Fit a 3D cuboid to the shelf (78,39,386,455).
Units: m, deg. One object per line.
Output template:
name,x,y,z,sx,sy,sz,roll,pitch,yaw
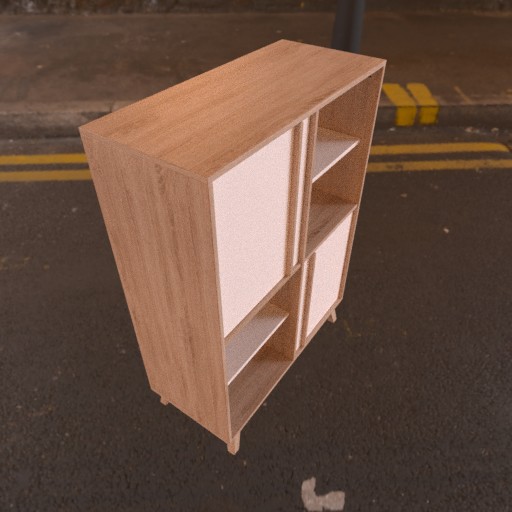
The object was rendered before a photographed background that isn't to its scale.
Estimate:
shelf,0.000,0.000,1.843,0.450,1.390,1.000,25,47,26
